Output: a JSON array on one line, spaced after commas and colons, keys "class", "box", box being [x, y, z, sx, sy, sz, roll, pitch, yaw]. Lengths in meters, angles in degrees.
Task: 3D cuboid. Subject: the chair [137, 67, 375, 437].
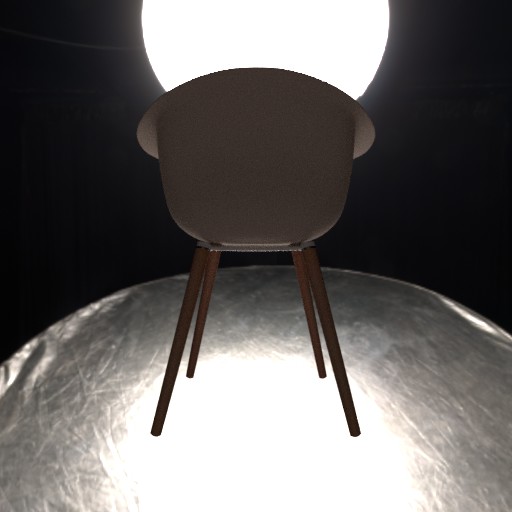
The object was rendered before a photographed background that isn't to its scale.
[{"class": "chair", "box": [0.000, 0.000, 1.157, 0.593, 0.781, 0.504, 0, 2, 0]}]
